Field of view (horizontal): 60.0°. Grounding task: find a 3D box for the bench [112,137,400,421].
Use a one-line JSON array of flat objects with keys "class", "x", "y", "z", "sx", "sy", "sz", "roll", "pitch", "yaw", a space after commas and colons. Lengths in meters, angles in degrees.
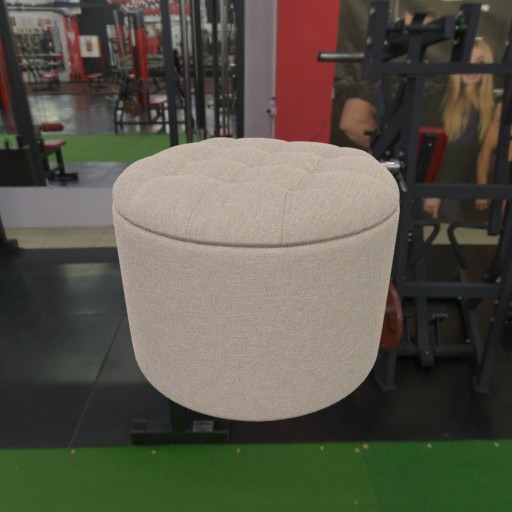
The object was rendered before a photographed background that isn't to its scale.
[{"class": "bench", "x": 0.000, "y": 0.000, "z": 1.024, "sx": 0.600, "sy": 0.454, "sz": 0.600, "roll": 0, "pitch": 26, "yaw": 0}]
